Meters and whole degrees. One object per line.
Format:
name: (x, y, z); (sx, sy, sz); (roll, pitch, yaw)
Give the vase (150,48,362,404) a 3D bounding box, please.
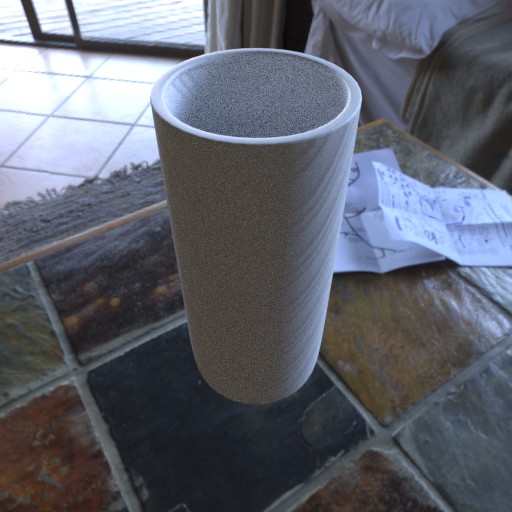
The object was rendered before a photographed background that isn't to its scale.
vase: (0.000, 0.000, 0.404); (0.143, 0.316, 0.143); (0, 46, 0)
